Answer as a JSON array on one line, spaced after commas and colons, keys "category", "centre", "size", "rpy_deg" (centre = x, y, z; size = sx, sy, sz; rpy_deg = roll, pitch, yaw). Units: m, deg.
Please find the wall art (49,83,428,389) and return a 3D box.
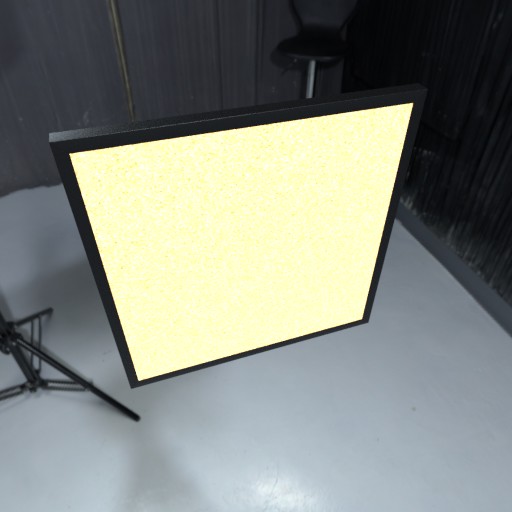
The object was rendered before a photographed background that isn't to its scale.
[{"category": "wall art", "centre": [0.000, 0.000, 1.107], "size": [0.756, 0.755, 0.036], "rpy_deg": [-13, 43, -14]}]
